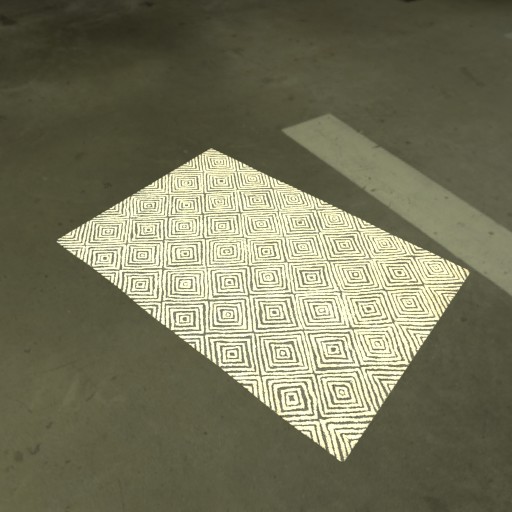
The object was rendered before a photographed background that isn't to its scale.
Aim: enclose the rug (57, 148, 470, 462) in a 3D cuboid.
[{"bbox_3d":[0.000,0.000,2.239,1.750,0.004,1.177,31,53,27],"label":"rug"}]
